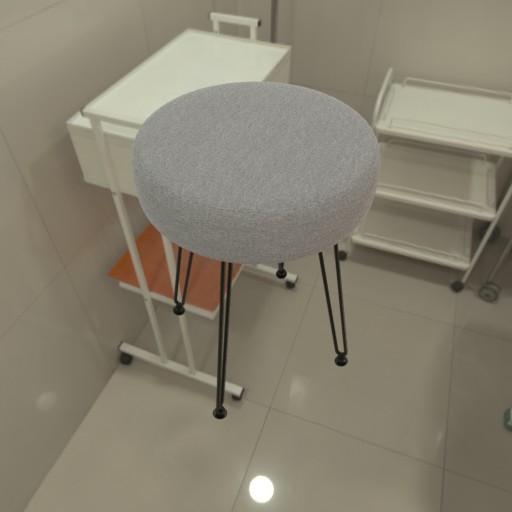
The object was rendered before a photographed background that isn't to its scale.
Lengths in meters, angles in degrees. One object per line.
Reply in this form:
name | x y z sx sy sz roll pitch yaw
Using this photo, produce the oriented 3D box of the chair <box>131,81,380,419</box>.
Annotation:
chair | 0.000 0.000 0.681 0.350 0.440 0.350 15 48 14
